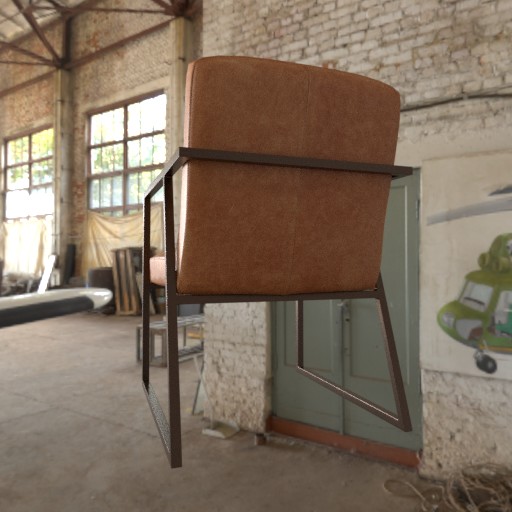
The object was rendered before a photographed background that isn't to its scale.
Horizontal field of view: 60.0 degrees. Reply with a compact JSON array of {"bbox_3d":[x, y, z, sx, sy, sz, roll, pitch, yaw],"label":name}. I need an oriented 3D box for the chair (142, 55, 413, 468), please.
[{"bbox_3d":[0.000,0.000,1.249,0.571,0.832,0.677,0,-1,-19],"label":"chair"}]
